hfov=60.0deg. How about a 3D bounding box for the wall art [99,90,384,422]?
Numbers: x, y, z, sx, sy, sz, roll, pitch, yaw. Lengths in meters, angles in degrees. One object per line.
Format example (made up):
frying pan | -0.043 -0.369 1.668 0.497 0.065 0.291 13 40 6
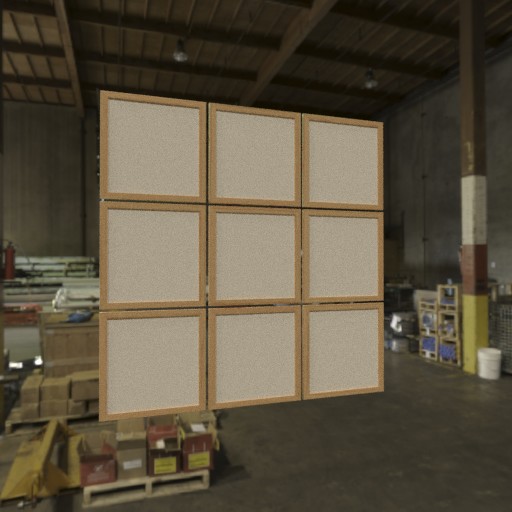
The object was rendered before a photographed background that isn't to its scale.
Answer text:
wall art | 0.000 0.000 1.826 1.214 1.219 0.013 0 -1 -18
